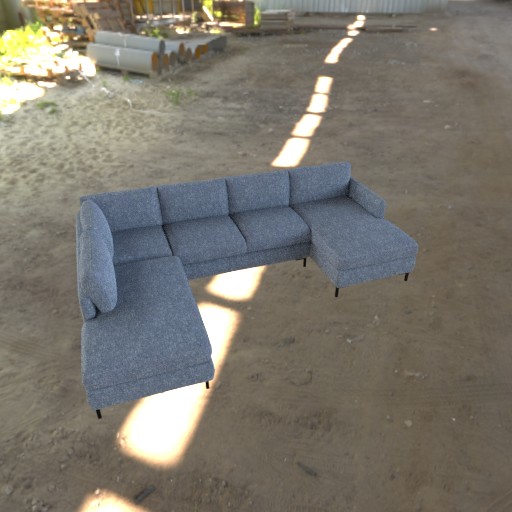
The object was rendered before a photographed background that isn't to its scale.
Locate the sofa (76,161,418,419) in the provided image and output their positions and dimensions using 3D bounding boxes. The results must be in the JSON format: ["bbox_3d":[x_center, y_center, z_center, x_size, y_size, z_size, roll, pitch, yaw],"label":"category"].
[{"bbox_3d":[0.000,0.000,3.609,2.737,0.756,1.879,-11,34,-16],"label":"sofa"}]
